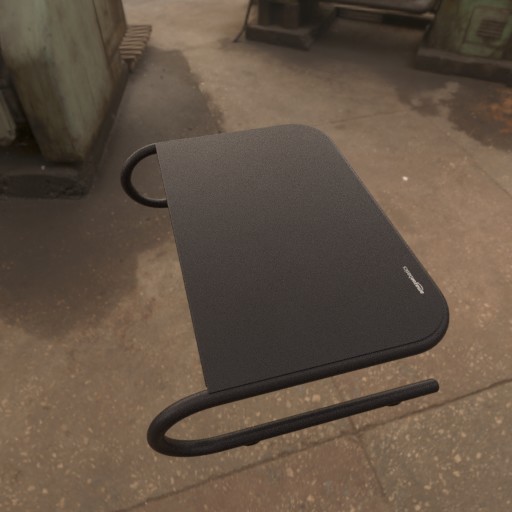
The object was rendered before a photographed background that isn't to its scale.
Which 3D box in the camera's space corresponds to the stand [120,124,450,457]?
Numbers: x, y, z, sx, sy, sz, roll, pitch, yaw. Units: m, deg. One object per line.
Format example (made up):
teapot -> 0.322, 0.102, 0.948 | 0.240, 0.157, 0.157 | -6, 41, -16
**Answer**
stand -> 0.000, 0.000, 0.504 | 0.280, 0.108, 0.370 | -11, 47, -10
